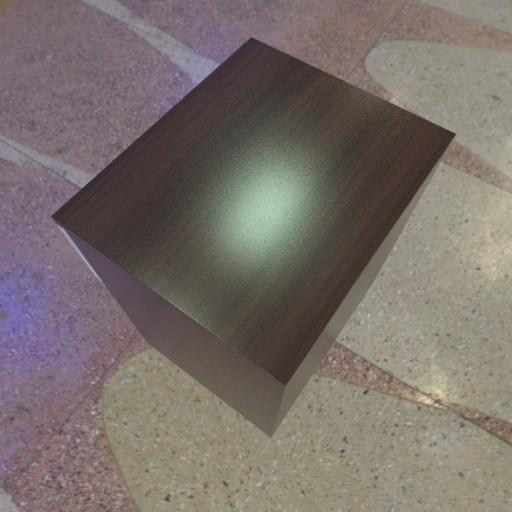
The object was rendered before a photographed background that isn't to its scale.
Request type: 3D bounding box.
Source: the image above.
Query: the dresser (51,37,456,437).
[{"bbox_3d":[0.000,0.000,0.762,0.360,0.470,0.400,33,67,16],"label":"dresser"}]
